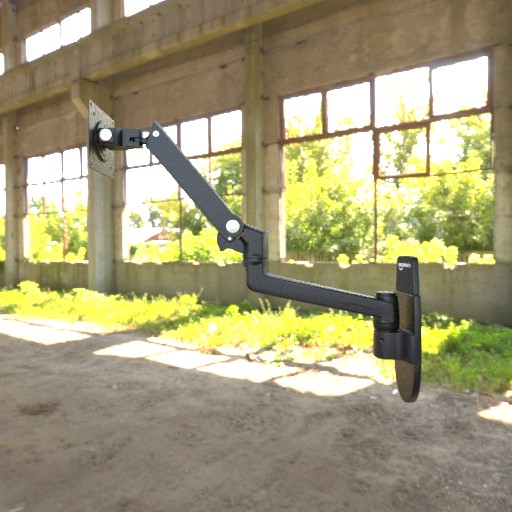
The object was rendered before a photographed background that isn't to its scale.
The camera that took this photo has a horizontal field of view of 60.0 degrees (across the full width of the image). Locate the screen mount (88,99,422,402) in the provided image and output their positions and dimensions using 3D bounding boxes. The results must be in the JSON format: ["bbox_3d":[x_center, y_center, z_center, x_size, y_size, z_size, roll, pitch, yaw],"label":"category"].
[{"bbox_3d":[0.000,0.000,0.712,0.495,0.466,0.115,0,1,0],"label":"screen mount"}]
